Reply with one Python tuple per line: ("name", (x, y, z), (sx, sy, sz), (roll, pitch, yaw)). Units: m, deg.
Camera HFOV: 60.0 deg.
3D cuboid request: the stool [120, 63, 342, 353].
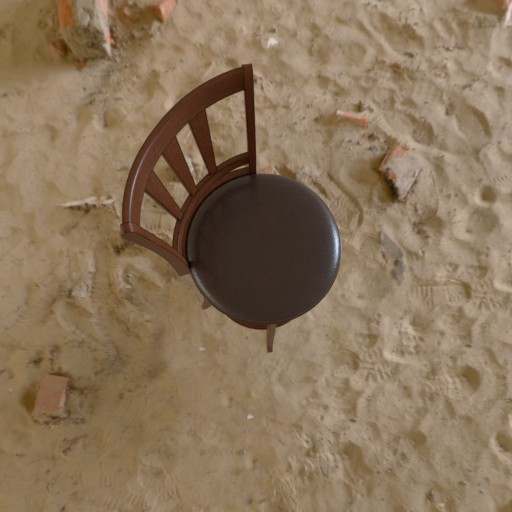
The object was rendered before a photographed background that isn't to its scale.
("stool", (0.000, 0.000, 1.448), (0.503, 1.177, 0.464), (32, 78, 8))
